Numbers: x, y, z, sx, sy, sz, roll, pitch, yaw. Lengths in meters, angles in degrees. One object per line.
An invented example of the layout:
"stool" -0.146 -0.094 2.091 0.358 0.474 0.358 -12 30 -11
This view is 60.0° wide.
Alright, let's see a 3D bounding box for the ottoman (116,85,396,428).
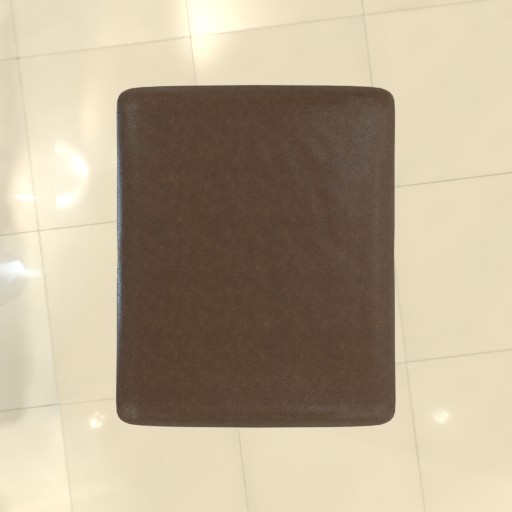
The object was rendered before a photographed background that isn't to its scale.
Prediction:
"ottoman" 0.000 0.000 1.109 0.603 0.476 0.751 0 90 0
